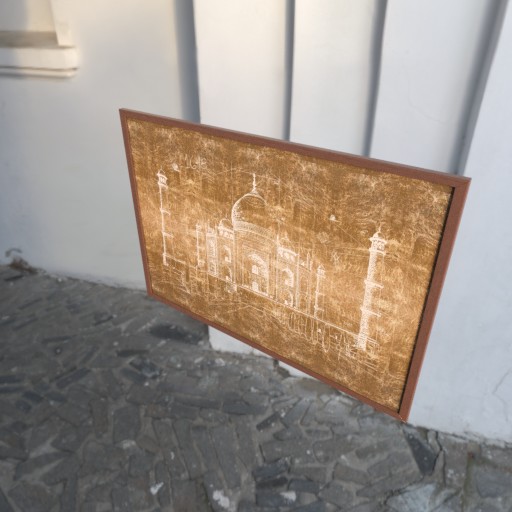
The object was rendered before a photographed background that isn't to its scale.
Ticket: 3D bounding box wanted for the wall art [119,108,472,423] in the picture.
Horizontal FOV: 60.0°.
[{"bbox_3d":[0.000,0.000,0.835,0.660,0.455,0.014,20,37,30],"label":"wall art"}]
